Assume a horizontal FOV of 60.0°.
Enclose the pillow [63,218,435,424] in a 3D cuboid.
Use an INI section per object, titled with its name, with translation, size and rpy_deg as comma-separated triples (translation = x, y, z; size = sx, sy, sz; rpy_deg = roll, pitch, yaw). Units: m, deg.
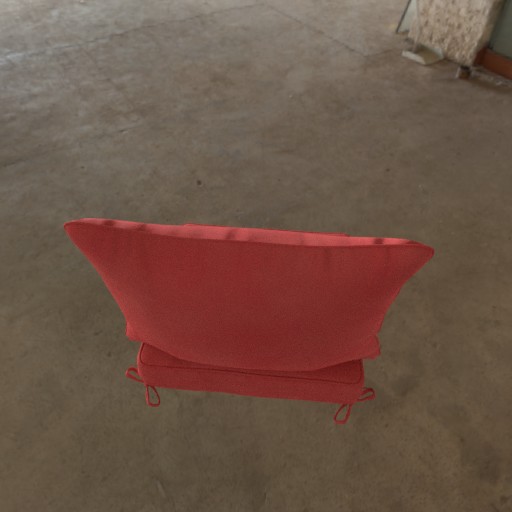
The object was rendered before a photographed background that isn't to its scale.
[pillow]
translation = 0.000, 0.000, 1.349
size = 0.798, 0.725, 0.733
rpy_deg = 4, 46, 4
